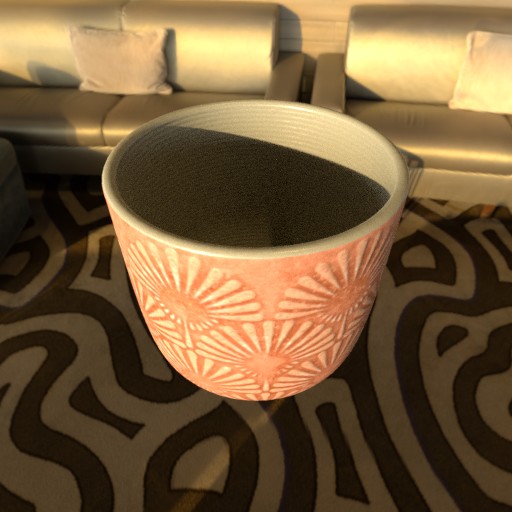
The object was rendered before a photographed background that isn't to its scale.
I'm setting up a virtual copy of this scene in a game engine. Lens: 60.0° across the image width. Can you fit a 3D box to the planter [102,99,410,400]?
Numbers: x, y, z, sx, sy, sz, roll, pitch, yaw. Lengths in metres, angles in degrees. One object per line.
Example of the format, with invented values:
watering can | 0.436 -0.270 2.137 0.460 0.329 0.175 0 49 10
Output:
planter | 0.000 0.000 0.219 0.124 0.109 0.124 0 41 0
